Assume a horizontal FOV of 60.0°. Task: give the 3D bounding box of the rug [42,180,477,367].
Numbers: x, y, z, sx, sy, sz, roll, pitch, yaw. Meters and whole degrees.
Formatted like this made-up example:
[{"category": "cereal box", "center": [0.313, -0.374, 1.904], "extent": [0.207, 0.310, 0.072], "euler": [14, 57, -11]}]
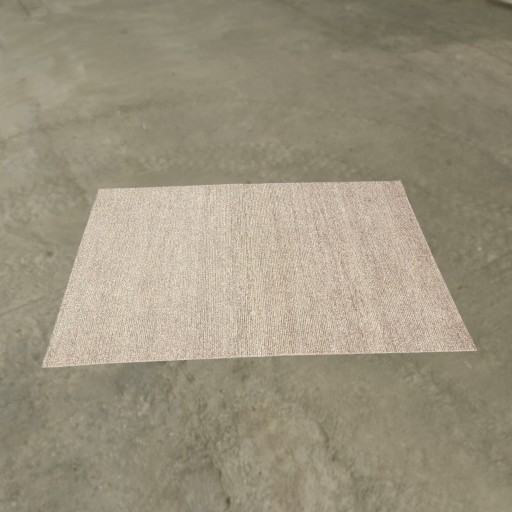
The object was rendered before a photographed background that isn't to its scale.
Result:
[{"category": "rug", "center": [0.000, 0.000, 2.210], "extent": [1.792, 0.021, 1.154], "euler": [-2, 47, -2]}]
